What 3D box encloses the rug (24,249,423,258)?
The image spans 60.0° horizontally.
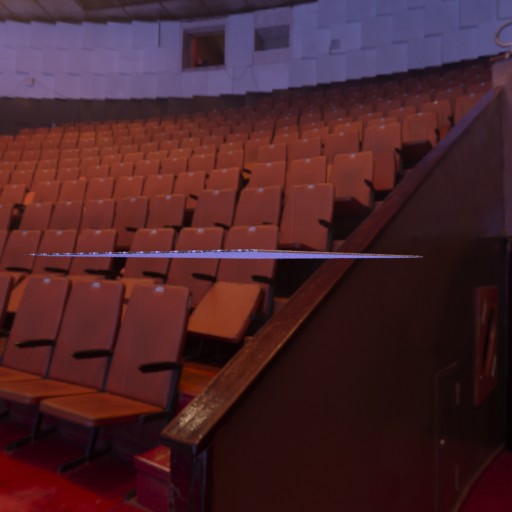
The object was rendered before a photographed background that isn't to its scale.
[{"bbox_3d":[0.000,0.000,2.326,1.247,0.008,1.802,-1,-1,36],"label":"rug"}]
